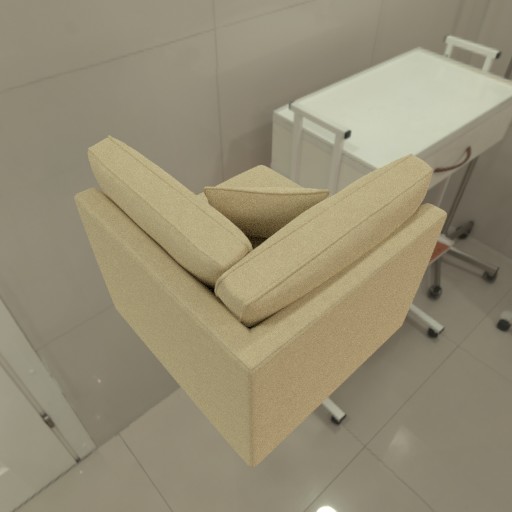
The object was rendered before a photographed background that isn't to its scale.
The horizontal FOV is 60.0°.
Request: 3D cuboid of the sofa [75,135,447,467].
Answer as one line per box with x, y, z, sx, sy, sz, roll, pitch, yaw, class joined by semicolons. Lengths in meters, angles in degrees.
0.000;0.000;2.022;1.084;1.002;1.146;-33;54;-28;sofa
